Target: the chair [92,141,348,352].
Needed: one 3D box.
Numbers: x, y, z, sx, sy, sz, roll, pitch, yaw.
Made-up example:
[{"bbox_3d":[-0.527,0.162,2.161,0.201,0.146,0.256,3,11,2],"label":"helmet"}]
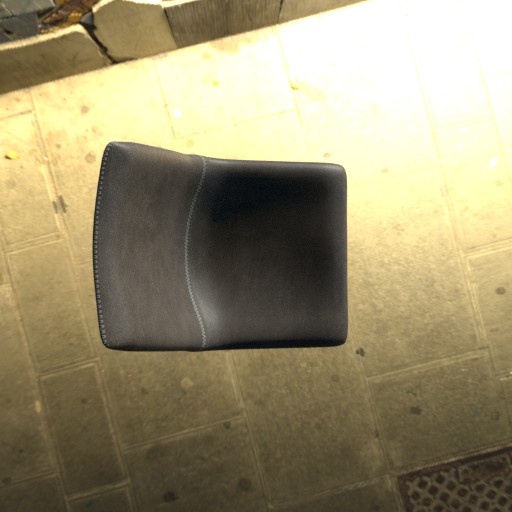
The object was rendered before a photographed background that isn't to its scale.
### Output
[{"bbox_3d":[0.000,0.000,1.103,0.550,0.780,0.460,0,88,-1],"label":"chair"}]
